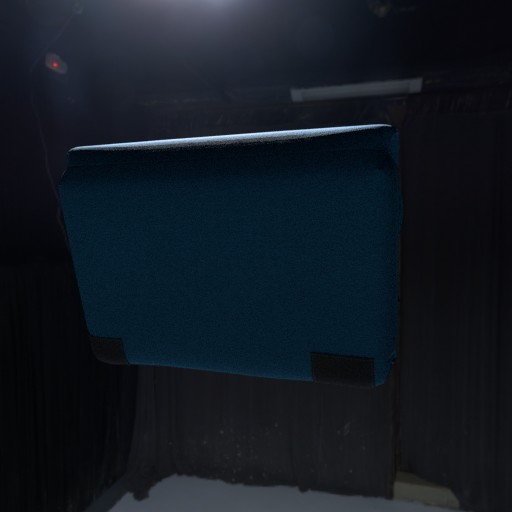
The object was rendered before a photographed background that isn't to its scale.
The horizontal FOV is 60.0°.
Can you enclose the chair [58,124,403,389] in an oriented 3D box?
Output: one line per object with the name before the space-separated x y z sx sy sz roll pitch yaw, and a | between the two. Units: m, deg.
chair | 0.000 0.000 1.314 0.820 0.580 0.780 1 2 17
